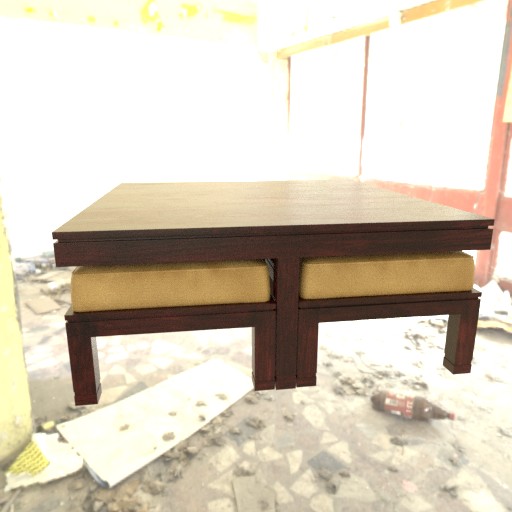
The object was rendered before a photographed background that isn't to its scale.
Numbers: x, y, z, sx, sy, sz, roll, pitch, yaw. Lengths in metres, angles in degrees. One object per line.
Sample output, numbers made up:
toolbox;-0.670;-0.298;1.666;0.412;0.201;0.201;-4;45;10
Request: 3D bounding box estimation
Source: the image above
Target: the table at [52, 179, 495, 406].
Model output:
table;0.000;0.000;1.310;0.865;0.356;0.865;-2;15;-8
